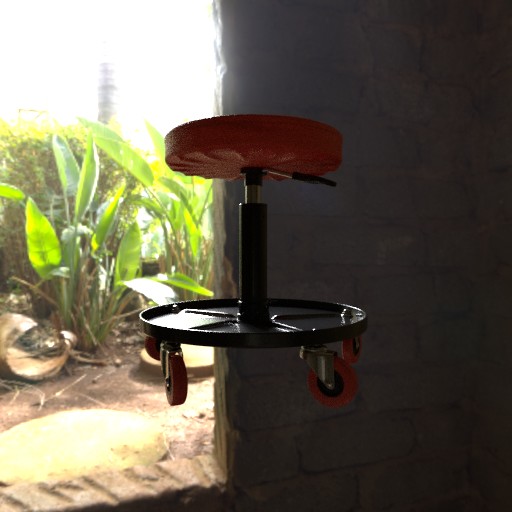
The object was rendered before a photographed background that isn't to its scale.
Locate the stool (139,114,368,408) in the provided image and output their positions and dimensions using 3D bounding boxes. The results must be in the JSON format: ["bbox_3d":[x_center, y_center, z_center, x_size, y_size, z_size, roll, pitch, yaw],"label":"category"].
[{"bbox_3d":[0.000,0.000,0.686,0.382,0.365,0.381,1,2,37],"label":"stool"}]
